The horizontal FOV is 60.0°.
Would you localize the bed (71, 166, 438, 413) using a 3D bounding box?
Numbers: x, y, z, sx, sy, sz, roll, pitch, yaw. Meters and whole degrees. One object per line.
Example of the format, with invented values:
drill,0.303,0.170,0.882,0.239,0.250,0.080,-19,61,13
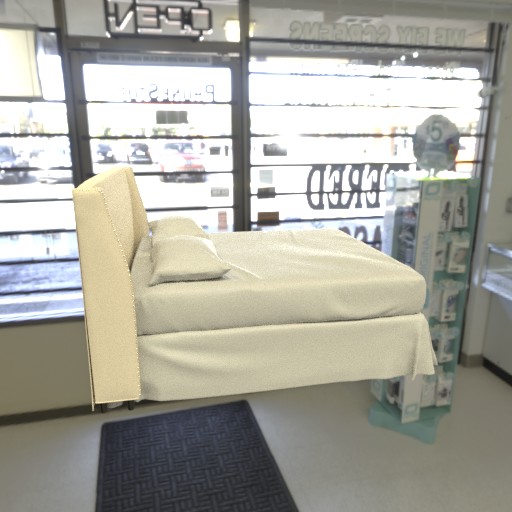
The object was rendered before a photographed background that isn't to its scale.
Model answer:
bed,0.000,0.000,3.489,2.276,1.332,1.925,-3,15,-10
